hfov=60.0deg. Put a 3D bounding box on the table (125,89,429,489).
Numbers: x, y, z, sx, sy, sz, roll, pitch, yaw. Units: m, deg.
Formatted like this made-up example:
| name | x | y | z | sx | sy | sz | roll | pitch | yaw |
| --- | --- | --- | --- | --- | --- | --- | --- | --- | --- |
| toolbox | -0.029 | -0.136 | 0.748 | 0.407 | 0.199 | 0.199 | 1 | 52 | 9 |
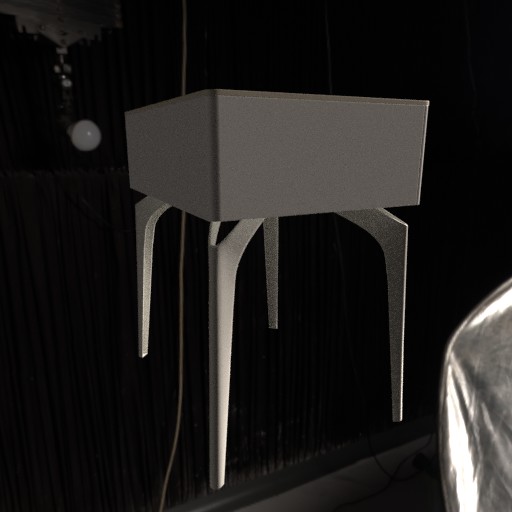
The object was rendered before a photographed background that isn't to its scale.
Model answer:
| name | x | y | z | sx | sy | sz | roll | pitch | yaw |
| --- | --- | --- | --- | --- | --- | --- | --- | --- | --- |
| table | 0.000 | 0.000 | 0.897 | 0.400 | 0.570 | 0.500 | -7 | 16 | -26 |
